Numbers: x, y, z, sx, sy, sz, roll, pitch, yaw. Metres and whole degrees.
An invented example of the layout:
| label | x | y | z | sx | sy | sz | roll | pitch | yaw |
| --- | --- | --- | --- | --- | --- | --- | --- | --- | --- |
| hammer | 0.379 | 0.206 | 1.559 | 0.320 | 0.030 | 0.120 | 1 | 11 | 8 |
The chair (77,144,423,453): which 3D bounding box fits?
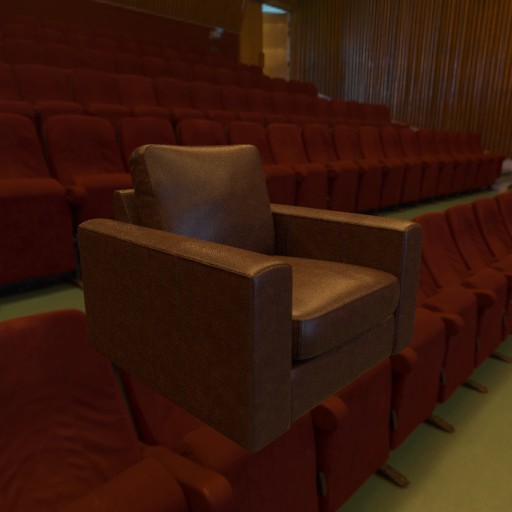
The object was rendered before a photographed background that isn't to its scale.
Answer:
| label | x | y | z | sx | sy | sz | roll | pitch | yaw |
| --- | --- | --- | --- | --- | --- | --- | --- | --- | --- |
| chair | 0.000 | 0.000 | 1.787 | 1.016 | 0.873 | 1.005 | 13 | 19 | 42 |
